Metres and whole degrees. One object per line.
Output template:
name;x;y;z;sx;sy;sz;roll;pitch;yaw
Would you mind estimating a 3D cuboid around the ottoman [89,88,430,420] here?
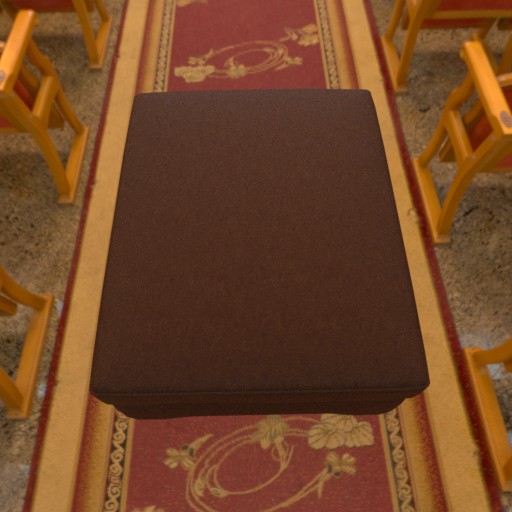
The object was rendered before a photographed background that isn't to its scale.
ottoman;0.000;0.000;1.764;0.967;0.730;1.187;-1;62;-1
